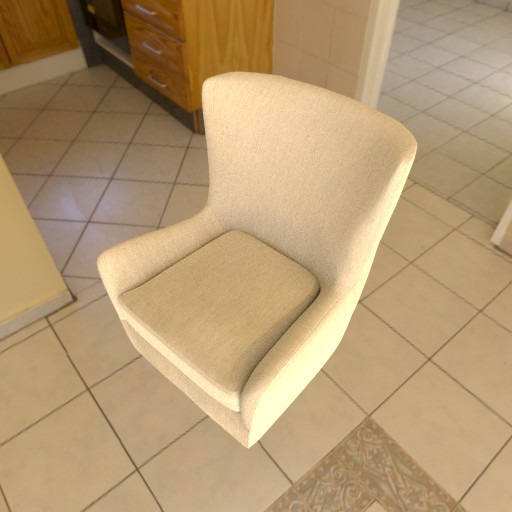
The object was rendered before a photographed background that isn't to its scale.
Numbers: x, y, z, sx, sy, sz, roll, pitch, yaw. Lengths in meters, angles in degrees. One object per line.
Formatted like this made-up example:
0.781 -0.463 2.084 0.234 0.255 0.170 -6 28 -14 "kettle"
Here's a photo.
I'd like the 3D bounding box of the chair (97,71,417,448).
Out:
0.000 0.000 1.644 0.779 1.000 0.904 32 55 27 "chair"
